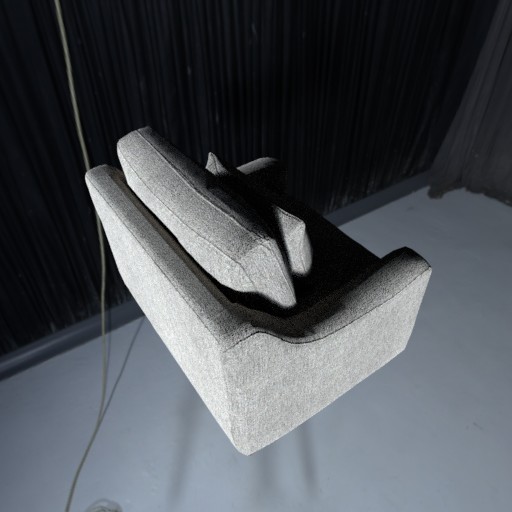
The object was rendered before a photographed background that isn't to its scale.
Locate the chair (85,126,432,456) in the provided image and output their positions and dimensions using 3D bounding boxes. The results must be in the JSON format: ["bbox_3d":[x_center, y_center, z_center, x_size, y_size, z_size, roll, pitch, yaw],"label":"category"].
[{"bbox_3d":[0.000,0.000,1.957,1.009,1.037,1.138,-25,47,-26],"label":"chair"}]
